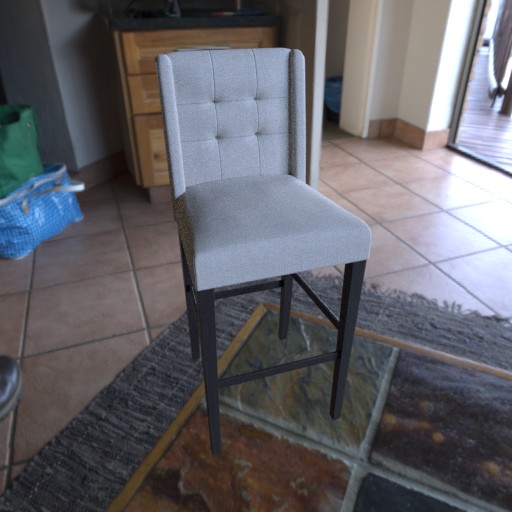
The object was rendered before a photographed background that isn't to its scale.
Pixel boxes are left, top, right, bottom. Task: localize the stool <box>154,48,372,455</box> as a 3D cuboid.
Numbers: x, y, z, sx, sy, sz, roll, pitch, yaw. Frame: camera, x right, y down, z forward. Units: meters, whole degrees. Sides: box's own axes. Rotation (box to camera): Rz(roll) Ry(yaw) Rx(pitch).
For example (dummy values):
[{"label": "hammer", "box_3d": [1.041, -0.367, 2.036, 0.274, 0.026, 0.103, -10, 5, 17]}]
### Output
[{"label": "stool", "box_3d": [0.000, 0.000, 1.370, 0.474, 1.116, 0.509, -10, 32, -16]}]
